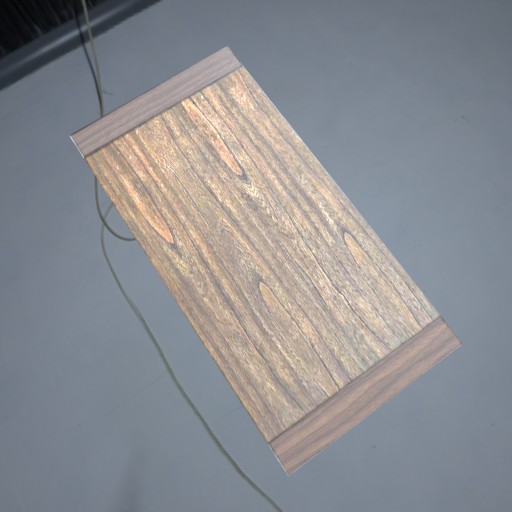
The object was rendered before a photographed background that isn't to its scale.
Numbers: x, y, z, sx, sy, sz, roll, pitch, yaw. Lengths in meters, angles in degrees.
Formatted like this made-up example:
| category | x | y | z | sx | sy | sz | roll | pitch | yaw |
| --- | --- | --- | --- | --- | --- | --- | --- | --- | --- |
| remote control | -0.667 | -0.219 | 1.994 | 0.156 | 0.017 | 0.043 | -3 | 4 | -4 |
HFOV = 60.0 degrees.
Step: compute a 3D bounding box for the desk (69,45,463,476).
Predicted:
| category | x | y | z | sx | sy | sz | roll | pitch | yaw |
| --- | --- | --- | --- | --- | --- | --- | --- | --- | --- |
| desk | 0.000 | 0.000 | 2.035 | 0.784 | 0.725 | 1.543 | -33 | 78 | -8 |
